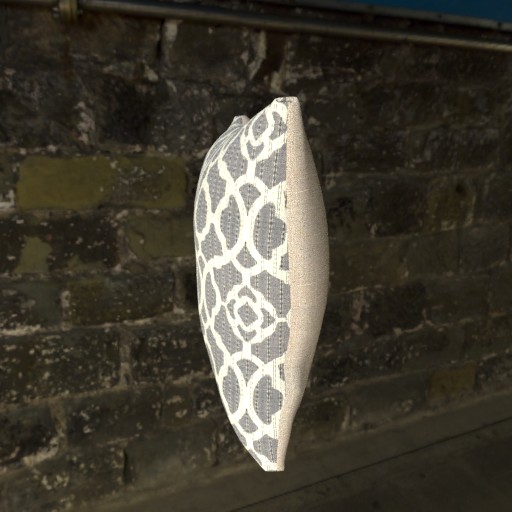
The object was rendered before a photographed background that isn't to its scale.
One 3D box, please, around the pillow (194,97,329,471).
[{"bbox_3d":[0.000,0.000,0.789,0.215,0.498,0.508,-2,16,-8],"label":"pillow"}]
